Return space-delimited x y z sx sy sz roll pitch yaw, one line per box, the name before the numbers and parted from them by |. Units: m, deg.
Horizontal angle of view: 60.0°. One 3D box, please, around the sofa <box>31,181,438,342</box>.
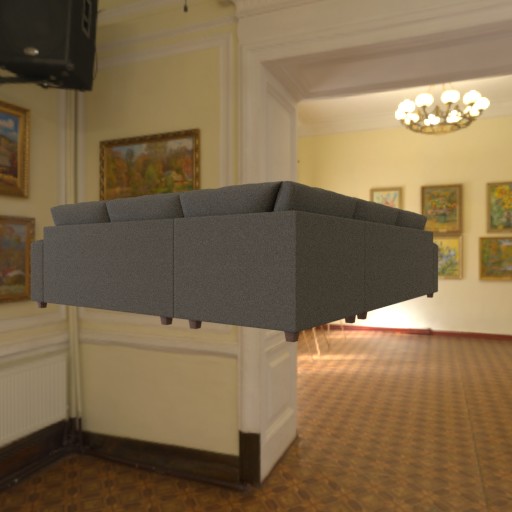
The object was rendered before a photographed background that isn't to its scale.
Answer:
sofa | 0.000 0.000 4.674 2.895 0.965 3.277 0 1 35
